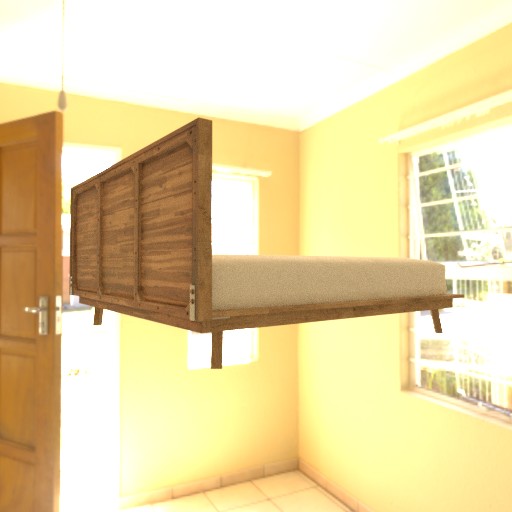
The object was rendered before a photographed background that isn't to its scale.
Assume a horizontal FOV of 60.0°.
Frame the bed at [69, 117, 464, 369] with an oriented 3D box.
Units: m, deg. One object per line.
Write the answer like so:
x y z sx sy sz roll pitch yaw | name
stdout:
0.000 0.000 3.338 2.167 1.100 2.116 1 -2 -36 | bed
